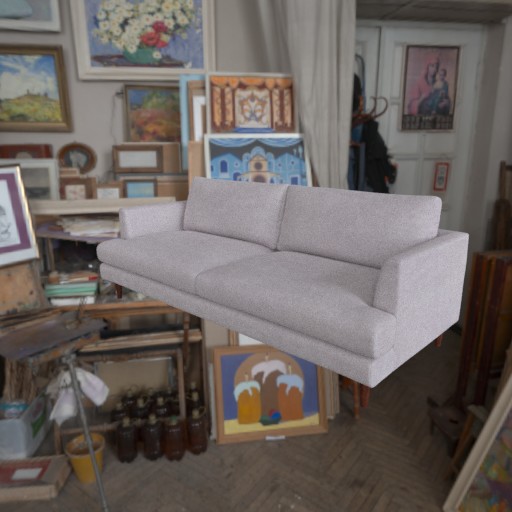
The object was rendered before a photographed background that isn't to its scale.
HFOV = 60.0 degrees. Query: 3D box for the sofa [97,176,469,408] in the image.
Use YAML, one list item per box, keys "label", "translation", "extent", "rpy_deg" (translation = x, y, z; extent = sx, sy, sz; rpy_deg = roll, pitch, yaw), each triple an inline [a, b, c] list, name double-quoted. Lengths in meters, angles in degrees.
- label: "sofa"
  translation: [0.000, 0.000, 2.832]
  extent: [2.250, 0.868, 1.020]
  rpy_deg: [13, 19, 41]
